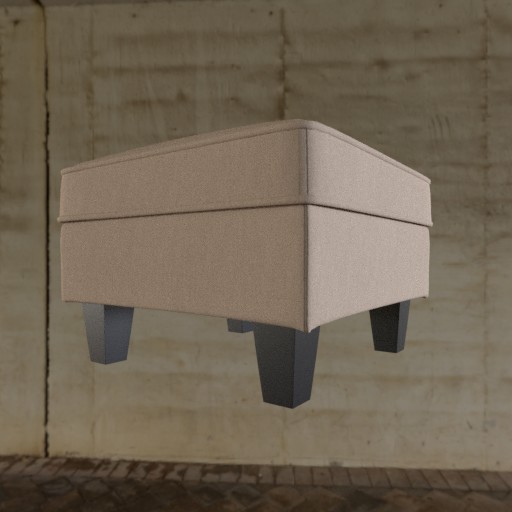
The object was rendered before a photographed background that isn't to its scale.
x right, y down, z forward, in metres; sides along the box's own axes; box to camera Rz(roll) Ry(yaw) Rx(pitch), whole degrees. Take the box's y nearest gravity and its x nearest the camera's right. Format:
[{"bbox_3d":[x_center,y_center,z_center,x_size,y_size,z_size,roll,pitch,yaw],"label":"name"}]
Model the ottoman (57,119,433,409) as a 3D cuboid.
[{"bbox_3d":[0.000,0.000,0.979,0.616,0.438,0.613,0,0,36],"label":"ottoman"}]
